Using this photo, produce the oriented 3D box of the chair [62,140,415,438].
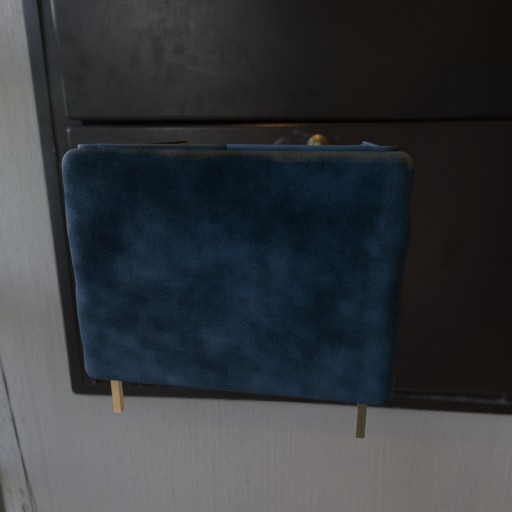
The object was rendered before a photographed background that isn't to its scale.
[{"bbox_3d":[0.000,0.000,1.512,0.868,0.771,0.877,3,17,9],"label":"chair"}]
